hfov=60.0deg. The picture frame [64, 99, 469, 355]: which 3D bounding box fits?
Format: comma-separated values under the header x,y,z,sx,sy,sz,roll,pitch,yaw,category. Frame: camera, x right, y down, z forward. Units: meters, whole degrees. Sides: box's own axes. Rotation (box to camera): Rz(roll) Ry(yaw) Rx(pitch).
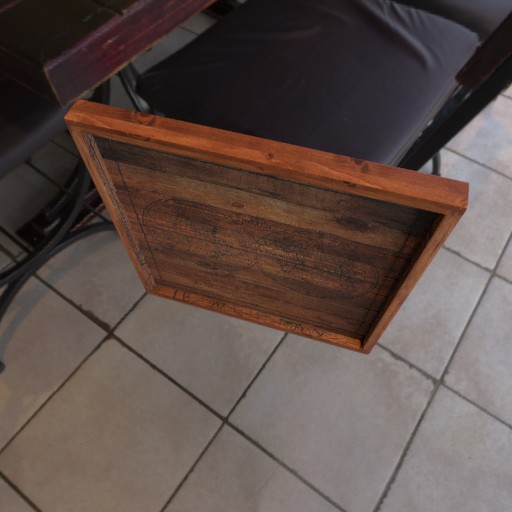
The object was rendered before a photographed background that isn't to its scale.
x,y,z,sx,sy,sz,roll,pitch,yaw,category
0.000,0.000,0.529,0.352,0.356,0.028,14,60,8,picture frame
